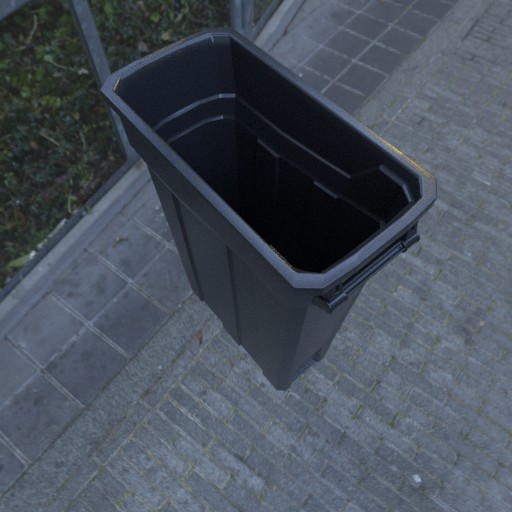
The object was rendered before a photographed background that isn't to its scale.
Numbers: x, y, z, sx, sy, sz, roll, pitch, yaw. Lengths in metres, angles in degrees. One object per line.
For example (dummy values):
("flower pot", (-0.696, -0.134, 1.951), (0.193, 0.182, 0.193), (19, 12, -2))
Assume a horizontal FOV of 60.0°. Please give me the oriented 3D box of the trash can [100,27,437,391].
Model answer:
("trash can", (0.000, 0.000, 1.020), (0.281, 0.762, 0.559), (-35, 65, -19))
